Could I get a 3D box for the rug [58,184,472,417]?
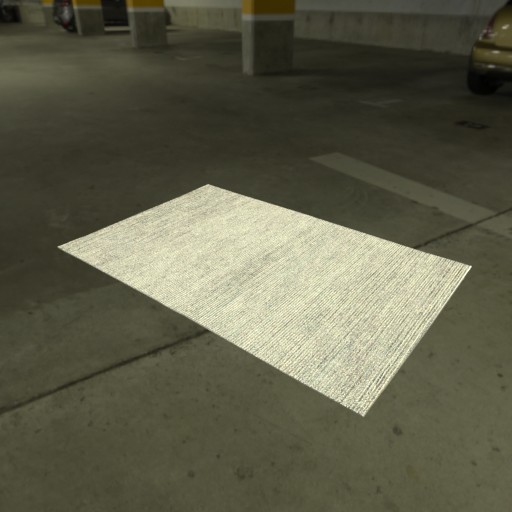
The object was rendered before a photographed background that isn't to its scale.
[{"bbox_3d":[0.000,0.000,2.260,1.789,0.021,1.159,22,37,33],"label":"rug"}]
